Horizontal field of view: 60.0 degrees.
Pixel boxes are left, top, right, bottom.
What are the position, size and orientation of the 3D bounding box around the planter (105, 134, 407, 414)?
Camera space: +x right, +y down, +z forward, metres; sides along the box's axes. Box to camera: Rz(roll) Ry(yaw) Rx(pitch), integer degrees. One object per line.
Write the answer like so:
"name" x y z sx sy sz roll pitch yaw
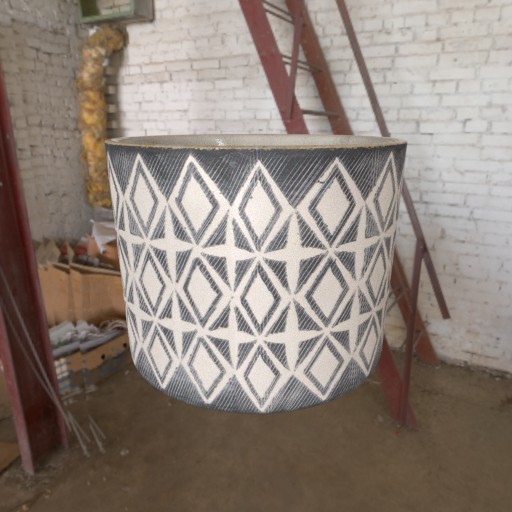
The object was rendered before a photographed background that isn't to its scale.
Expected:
"planter" 0.000 0.000 0.320 0.192 0.165 0.192 0 17 0
